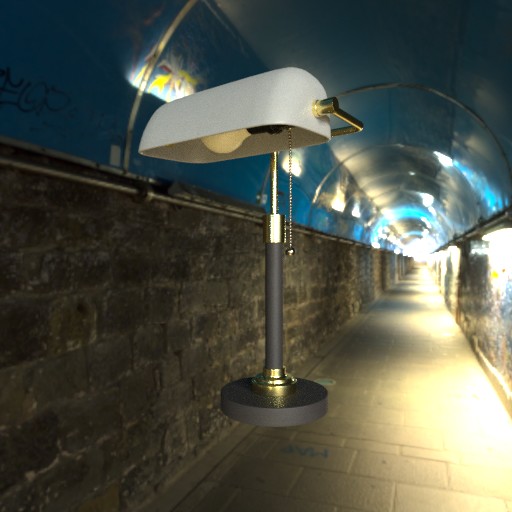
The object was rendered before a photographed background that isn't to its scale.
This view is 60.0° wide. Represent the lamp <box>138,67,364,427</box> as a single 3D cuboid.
[{"bbox_3d":[0.000,0.000,0.561,0.269,0.404,0.227,0,0,36],"label":"lamp"}]
